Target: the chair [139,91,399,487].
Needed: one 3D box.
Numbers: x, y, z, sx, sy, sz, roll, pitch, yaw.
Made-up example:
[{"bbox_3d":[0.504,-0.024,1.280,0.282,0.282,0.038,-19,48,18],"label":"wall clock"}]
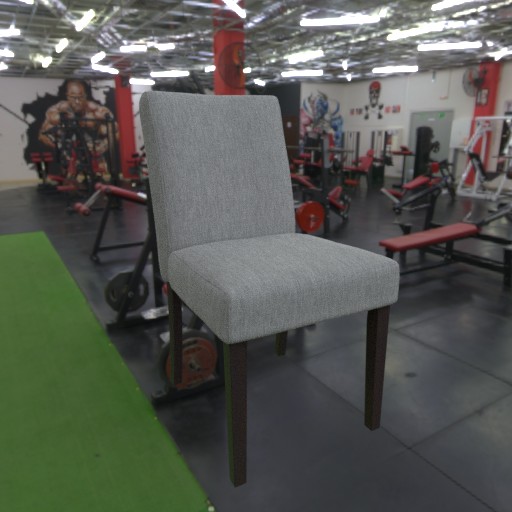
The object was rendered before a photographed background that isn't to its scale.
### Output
[{"bbox_3d":[0.000,0.000,1.235,0.487,0.884,0.629,-9,18,-27],"label":"chair"}]
